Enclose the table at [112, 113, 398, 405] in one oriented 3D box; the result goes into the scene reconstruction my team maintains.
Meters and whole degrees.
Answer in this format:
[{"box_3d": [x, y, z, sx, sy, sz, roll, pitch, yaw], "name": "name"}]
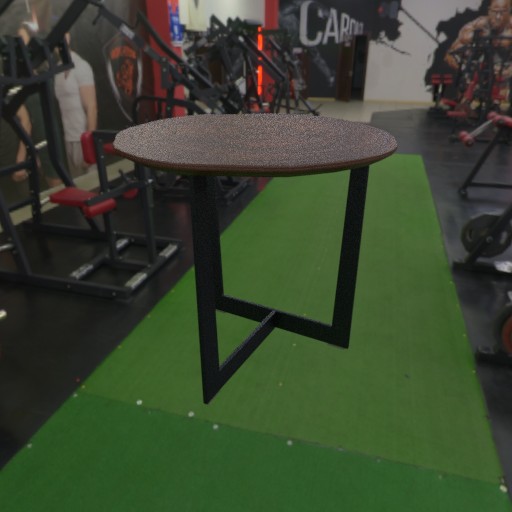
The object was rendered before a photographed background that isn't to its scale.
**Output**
[{"box_3d": [0.000, 0.000, 0.874, 0.477, 0.476, 0.494, 8, 26, 16], "name": "table"}]
